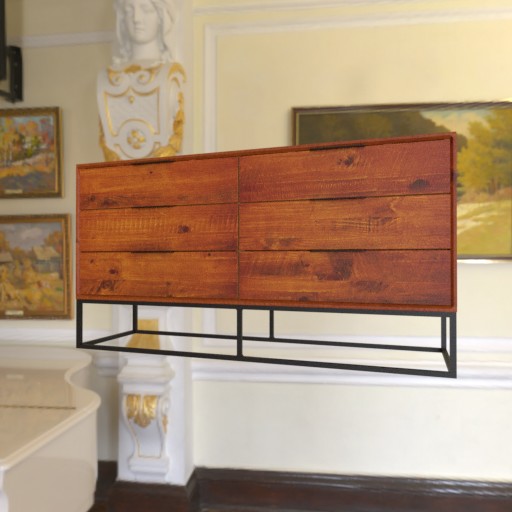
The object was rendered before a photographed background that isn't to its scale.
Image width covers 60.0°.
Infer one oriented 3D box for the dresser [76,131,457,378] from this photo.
[{"bbox_3d":[0.000,0.000,1.898,1.536,0.810,0.464,0,-1,19],"label":"dresser"}]
